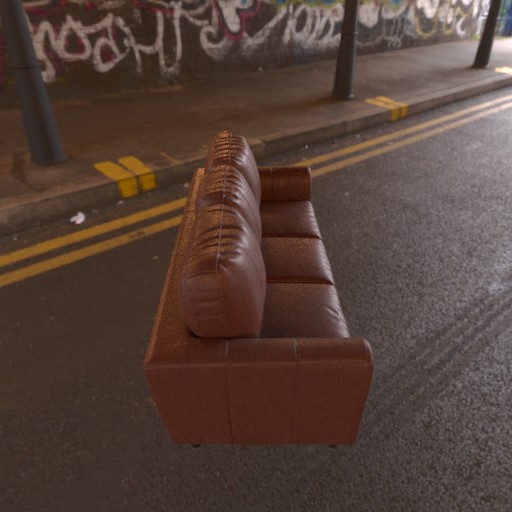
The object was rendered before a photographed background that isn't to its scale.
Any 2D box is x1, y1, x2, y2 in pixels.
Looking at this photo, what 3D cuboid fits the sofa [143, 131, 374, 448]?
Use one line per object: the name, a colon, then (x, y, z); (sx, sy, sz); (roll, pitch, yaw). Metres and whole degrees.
sofa: (0.000, 0.000, 2.342); (0.802, 0.915, 1.862); (-1, 32, -1)
